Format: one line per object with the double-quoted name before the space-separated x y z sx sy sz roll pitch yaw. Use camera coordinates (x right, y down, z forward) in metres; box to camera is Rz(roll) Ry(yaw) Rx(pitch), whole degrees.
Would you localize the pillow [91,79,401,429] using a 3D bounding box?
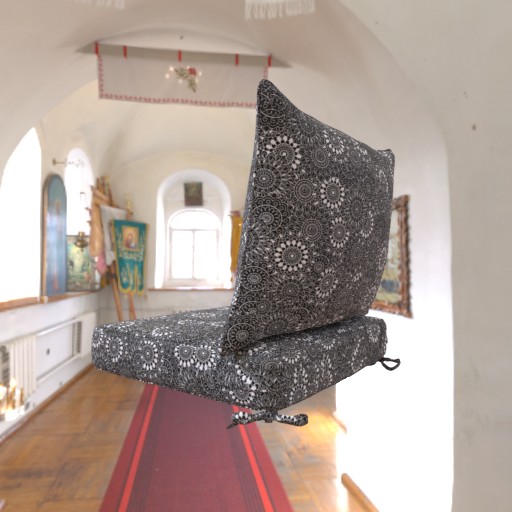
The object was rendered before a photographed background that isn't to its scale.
"pillow" 0.000 0.000 1.355 0.740 0.722 0.798 0 0 36
